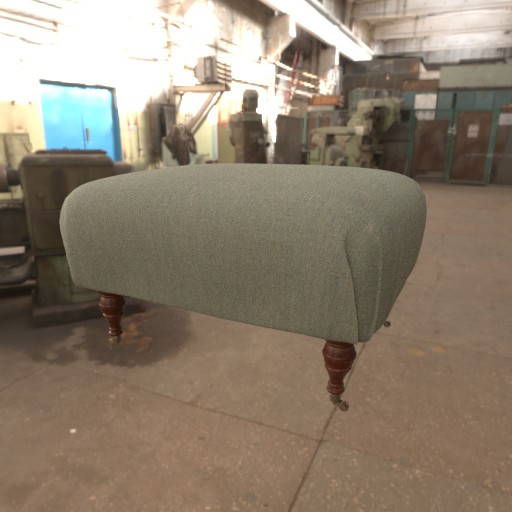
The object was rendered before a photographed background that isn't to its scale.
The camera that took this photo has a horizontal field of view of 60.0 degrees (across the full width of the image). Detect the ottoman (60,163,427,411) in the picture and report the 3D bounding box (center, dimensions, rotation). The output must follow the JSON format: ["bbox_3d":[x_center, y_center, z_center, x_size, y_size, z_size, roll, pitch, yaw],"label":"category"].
[{"bbox_3d":[0.000,0.000,1.114,0.747,0.450,0.622,8,17,26],"label":"ottoman"}]
